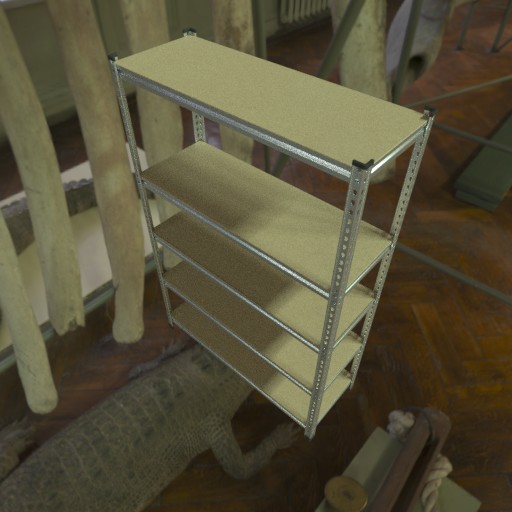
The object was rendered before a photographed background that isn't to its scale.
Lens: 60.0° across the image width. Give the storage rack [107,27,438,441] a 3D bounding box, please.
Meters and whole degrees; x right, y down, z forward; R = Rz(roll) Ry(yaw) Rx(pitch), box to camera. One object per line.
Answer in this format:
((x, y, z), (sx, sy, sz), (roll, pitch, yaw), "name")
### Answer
((0.000, 0.000, 2.277), (1.219, 1.829, 0.457), (32, 53, 28), "storage rack")
